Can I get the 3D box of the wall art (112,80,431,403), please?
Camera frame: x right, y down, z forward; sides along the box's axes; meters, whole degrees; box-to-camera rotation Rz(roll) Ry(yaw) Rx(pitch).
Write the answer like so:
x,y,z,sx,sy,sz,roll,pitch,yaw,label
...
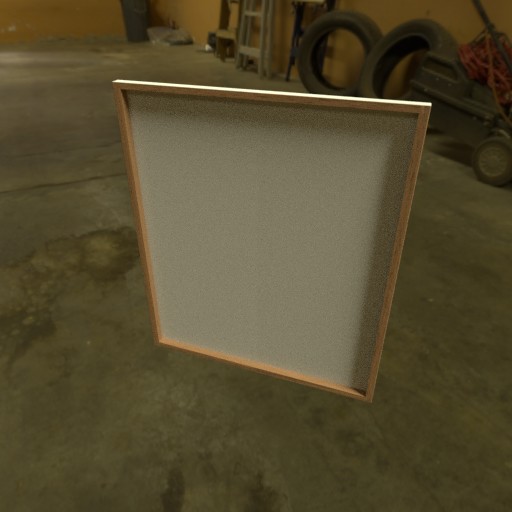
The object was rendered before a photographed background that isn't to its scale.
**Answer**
x,y,z,sx,sy,sz,roll,pitch,yaw,label
0.000,0.000,0.999,0.609,0.710,0.021,11,33,17,wall art
